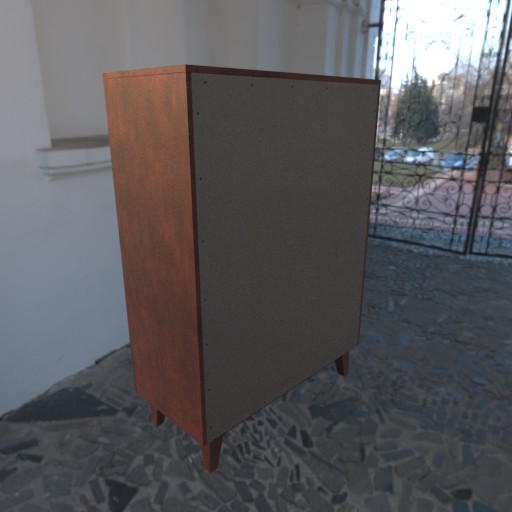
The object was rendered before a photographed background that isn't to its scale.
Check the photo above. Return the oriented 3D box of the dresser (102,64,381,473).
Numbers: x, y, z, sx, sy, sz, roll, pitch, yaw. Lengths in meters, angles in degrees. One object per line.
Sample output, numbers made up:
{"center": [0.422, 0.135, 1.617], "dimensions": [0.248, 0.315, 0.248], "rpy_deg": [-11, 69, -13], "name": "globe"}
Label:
{"center": [0.000, 0.000, 2.018], "dimensions": [0.506, 1.514, 1.072], "rpy_deg": [18, 25, 42], "name": "dresser"}
